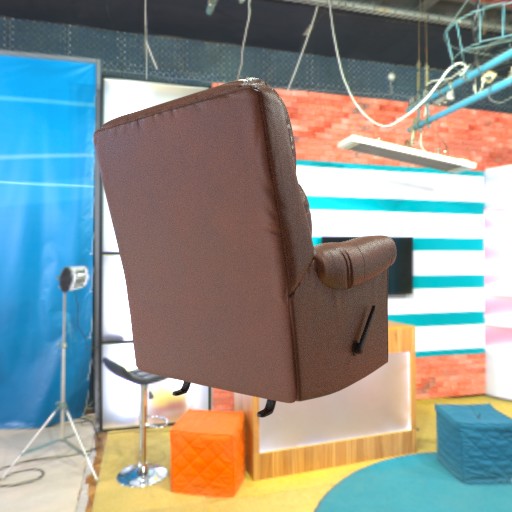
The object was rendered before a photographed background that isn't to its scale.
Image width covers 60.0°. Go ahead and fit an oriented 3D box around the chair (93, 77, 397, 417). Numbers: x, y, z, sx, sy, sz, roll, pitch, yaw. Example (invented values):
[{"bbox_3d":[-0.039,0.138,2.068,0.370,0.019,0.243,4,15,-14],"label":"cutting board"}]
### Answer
[{"bbox_3d":[0.000,0.000,1.777,0.838,1.054,1.014,-1,-1,36],"label":"chair"}]
